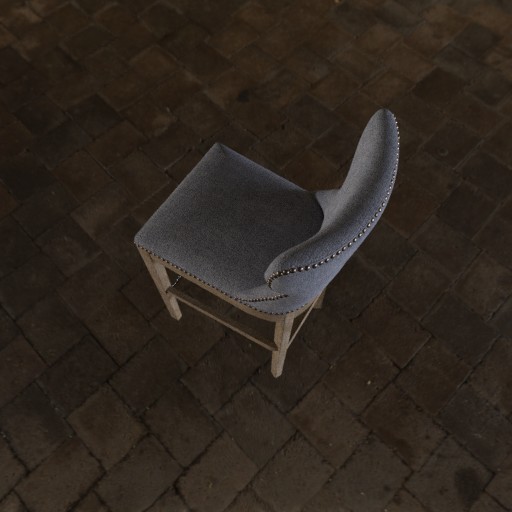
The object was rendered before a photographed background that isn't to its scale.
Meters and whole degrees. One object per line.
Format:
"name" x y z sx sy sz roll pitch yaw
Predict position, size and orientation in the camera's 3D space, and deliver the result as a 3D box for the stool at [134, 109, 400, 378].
"stool" 0.000 0.000 1.441 0.606 1.123 0.494 30 67 14
